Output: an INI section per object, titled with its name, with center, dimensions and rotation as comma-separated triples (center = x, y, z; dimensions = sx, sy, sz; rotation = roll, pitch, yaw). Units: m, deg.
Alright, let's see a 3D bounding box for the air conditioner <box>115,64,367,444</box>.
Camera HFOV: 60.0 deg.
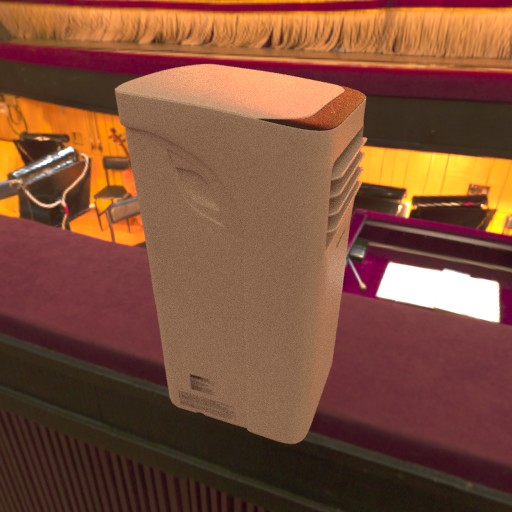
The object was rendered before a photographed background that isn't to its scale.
[air conditioner]
center = 0.000, 0.000, 0.932
dimensions = 0.369, 0.716, 0.352
rotation = 11, 31, 19
